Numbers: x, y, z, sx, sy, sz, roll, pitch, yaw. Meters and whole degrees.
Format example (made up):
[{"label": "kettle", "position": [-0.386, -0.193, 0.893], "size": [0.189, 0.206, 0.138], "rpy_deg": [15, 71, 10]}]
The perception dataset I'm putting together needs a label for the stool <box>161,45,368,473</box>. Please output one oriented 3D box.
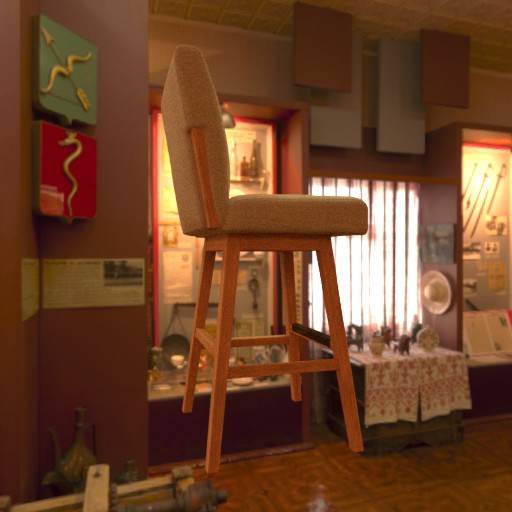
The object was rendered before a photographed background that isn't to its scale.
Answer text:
[{"label": "stool", "position": [0.000, 0.000, 1.413], "size": [0.569, 1.106, 0.483], "rpy_deg": [0, 0, -17]}]
